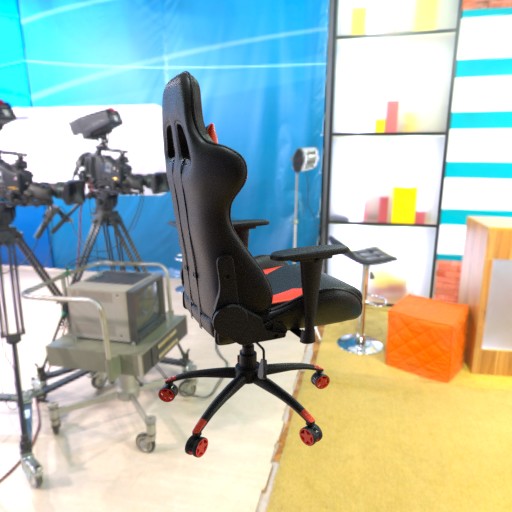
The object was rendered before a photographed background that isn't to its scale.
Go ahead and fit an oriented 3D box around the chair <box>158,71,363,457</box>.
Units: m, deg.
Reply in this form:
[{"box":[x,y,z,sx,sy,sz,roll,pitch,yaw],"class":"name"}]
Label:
[{"box":[0.000,0.000,1.707,0.730,1.282,0.695,-7,16,-25],"class":"chair"}]
